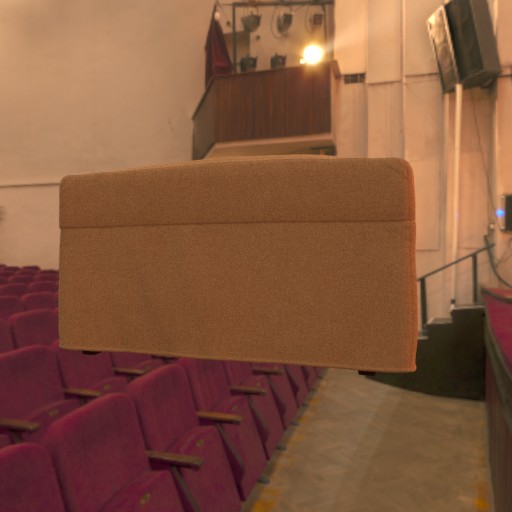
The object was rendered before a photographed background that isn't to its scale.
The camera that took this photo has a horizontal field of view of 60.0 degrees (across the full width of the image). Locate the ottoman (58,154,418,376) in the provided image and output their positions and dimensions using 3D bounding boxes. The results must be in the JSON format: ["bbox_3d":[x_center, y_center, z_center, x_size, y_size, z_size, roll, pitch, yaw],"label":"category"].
[{"bbox_3d":[0.000,0.000,1.262,0.833,0.485,0.650,0,0,17],"label":"ottoman"}]
